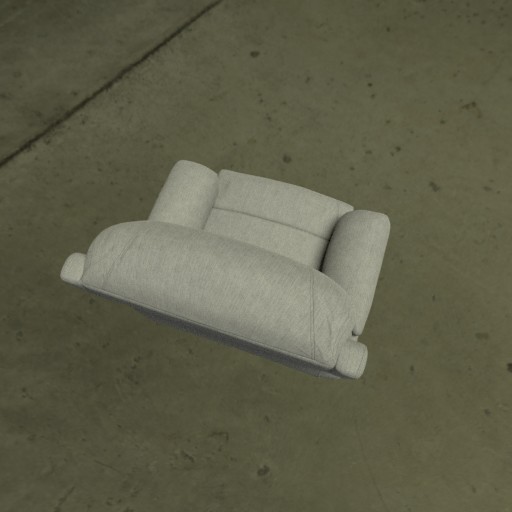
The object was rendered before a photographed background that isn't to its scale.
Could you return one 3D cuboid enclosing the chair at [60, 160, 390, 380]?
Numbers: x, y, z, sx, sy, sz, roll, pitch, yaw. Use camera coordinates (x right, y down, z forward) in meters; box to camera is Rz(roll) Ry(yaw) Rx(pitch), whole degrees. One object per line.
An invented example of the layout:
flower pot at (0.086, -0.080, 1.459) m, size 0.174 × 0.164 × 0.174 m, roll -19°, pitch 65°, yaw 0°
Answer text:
chair at (0.000, 0.000, 1.713) m, size 0.930 × 1.011 × 0.899 m, roll 17°, pitch 63°, yaw 9°
